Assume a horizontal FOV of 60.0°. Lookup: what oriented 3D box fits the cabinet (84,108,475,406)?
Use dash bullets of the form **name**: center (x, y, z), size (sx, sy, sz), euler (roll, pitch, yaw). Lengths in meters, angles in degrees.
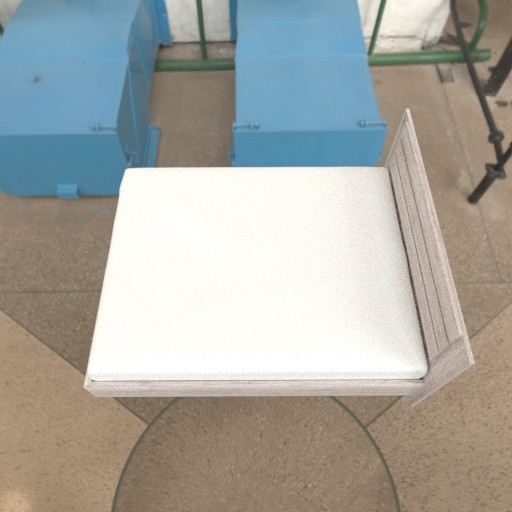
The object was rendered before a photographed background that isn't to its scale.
- **cabinet**: center (0.000, 0.000, 2.957), size (2.080, 0.970, 1.750), euler (0, 60, 0)
